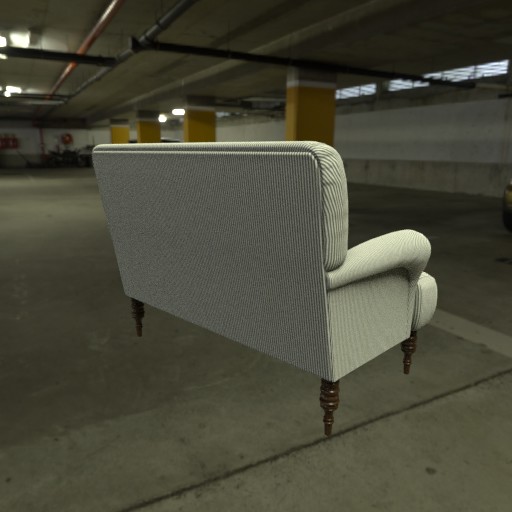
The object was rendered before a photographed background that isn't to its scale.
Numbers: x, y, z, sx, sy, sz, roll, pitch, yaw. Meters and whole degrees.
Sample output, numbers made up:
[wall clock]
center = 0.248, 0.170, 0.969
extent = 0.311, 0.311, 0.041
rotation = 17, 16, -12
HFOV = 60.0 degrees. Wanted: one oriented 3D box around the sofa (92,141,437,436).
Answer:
[sofa]
center = 0.000, 0.000, 1.812
extent = 1.297, 0.889, 0.779
rotation = 13, 18, 42
